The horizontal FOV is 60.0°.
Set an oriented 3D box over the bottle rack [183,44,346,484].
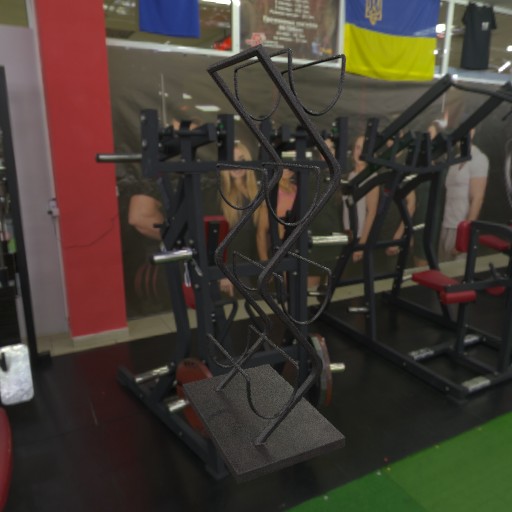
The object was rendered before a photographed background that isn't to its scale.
[{"bbox_3d":[0.000,0.000,0.676,0.178,0.559,0.254,-7,16,-25],"label":"bottle rack"}]
